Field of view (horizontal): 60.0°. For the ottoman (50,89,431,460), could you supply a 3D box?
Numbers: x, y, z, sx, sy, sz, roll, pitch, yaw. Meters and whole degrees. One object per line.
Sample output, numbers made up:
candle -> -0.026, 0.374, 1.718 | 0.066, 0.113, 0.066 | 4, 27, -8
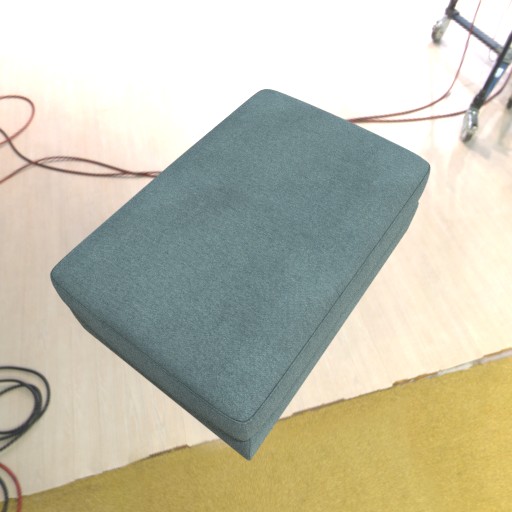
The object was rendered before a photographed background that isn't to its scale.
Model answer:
ottoman -> 0.000, 0.000, 1.227 | 0.584, 0.483, 0.864 | 31, 62, 19
